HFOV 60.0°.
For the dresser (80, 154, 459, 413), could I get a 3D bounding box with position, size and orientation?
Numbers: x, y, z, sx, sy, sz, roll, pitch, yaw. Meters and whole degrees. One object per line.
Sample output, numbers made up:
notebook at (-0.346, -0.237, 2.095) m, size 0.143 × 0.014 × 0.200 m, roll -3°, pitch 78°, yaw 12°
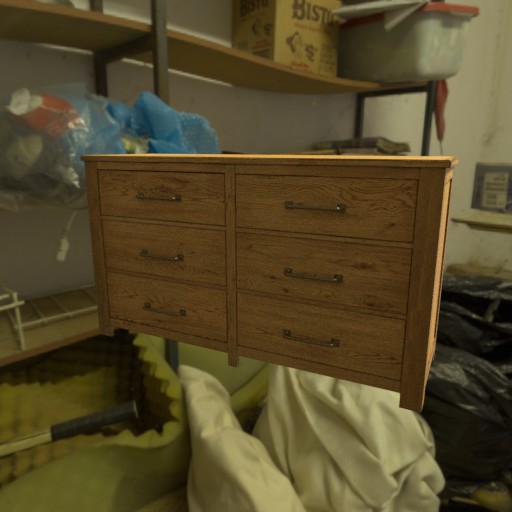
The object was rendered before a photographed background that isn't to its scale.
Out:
dresser at (0.000, 0.000, 2.117) m, size 1.657 × 0.932 × 0.563 m, roll 7°, pitch 15°, yaw 26°
